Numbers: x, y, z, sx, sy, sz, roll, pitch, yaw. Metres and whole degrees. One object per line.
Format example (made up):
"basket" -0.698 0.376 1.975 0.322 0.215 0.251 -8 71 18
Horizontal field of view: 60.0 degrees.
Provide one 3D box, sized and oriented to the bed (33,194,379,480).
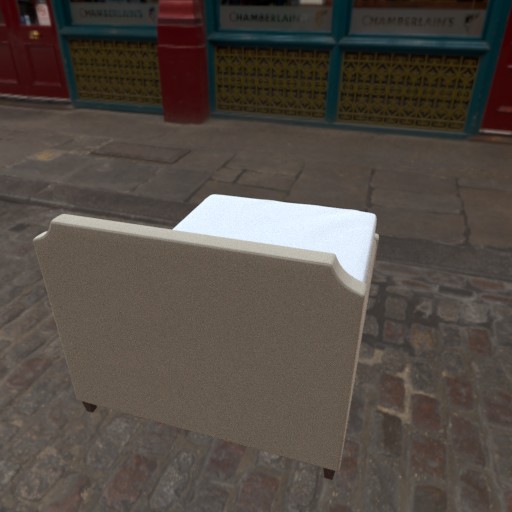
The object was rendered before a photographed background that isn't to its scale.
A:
"bed" 0.000 0.000 3.312 1.703 1.415 2.329 9 31 15
